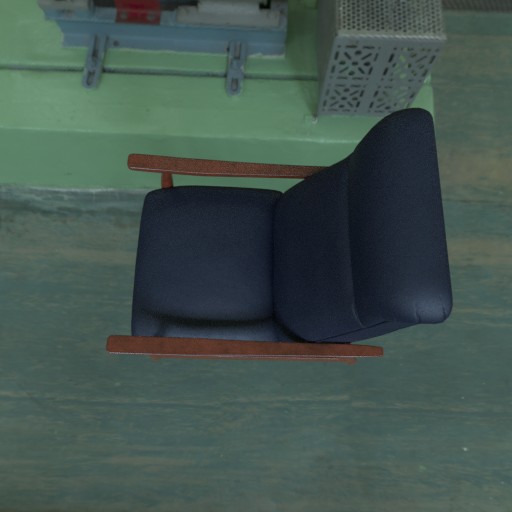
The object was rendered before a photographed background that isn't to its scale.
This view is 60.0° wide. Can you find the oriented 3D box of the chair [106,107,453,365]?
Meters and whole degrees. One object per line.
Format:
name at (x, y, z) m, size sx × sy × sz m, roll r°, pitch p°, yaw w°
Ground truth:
chair at (0.000, 0.000, 1.697) m, size 1.014 × 1.082 × 0.762 m, roll 1°, pitch 73°, yaw 0°
